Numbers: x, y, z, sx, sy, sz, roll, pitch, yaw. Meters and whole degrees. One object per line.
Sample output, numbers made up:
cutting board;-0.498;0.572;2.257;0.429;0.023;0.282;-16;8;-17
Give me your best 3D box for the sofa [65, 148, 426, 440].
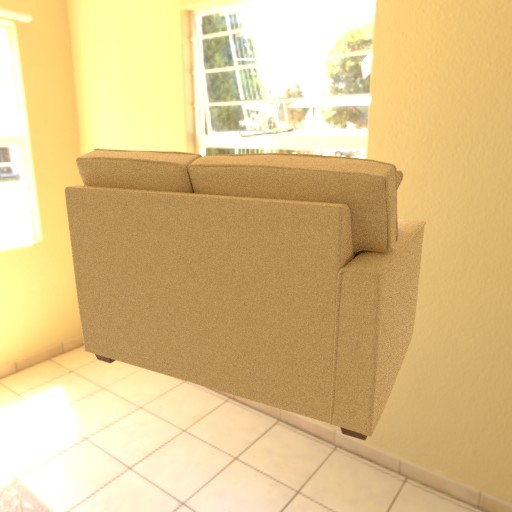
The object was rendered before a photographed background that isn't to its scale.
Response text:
sofa;0.000;0.000;2.096;1.388;0.989;0.991;8;17;26
